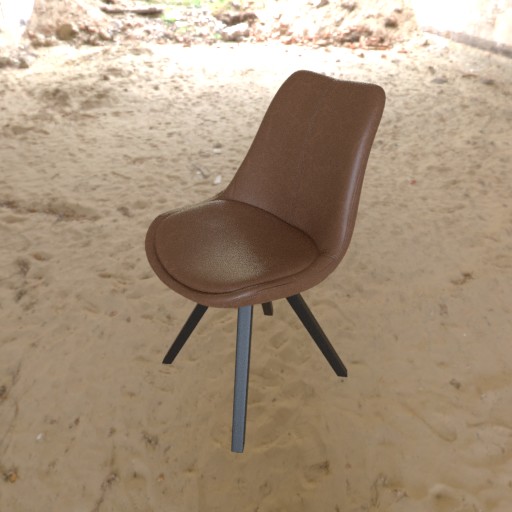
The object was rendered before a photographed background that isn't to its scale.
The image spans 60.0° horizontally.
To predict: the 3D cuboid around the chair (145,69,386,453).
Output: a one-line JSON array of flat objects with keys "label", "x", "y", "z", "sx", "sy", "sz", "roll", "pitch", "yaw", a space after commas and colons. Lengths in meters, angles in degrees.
[{"label": "chair", "x": 0.000, "y": 0.000, "z": 1.187, "sx": 0.550, "sy": 0.850, "sz": 0.475, "roll": -22, "pitch": 39, "yaw": -31}]
